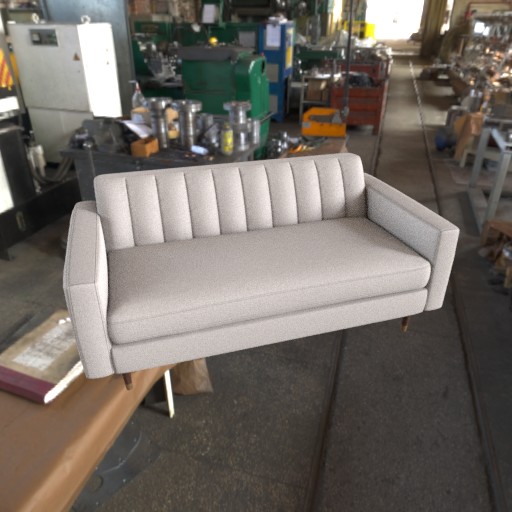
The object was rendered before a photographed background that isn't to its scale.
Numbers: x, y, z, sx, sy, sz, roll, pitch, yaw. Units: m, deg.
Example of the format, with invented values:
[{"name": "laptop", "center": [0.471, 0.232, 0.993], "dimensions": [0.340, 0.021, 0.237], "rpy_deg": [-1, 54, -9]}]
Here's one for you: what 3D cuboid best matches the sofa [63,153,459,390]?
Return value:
[{"name": "sofa", "center": [0.000, 0.000, 2.476], "dimensions": [1.895, 0.814, 0.969], "rpy_deg": [-8, 30, -15]}]
